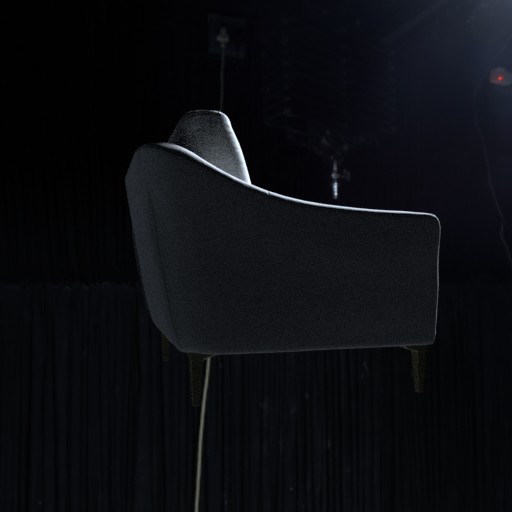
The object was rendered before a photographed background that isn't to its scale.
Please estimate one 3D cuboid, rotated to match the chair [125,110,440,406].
[{"bbox_3d":[0.000,0.000,1.736,0.961,0.902,0.986,0,0,-20],"label":"chair"}]
